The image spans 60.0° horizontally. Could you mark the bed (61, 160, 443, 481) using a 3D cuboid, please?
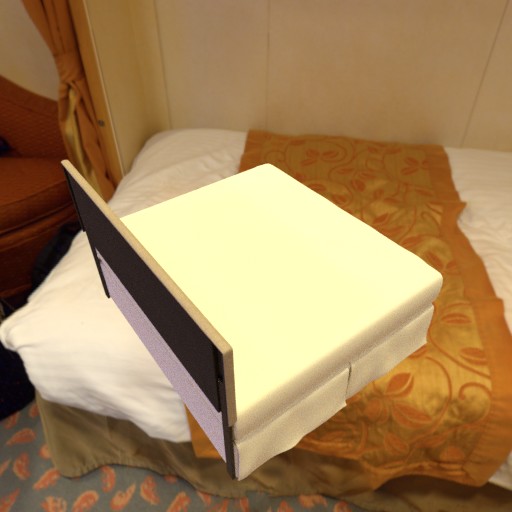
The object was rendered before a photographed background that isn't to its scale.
[{"bbox_3d":[0.000,0.000,3.385,1.914,1.346,2.170,-26,47,-27],"label":"bed"}]
